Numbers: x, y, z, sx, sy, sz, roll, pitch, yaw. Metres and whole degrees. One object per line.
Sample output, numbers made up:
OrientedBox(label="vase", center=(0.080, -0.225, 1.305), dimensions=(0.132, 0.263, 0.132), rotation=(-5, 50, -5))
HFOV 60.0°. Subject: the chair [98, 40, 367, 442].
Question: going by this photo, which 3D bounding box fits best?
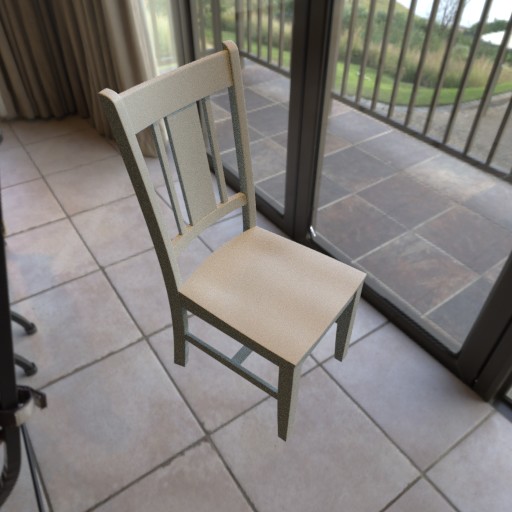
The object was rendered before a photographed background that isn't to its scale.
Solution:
OrientedBox(label="chair", center=(0.000, 0.000, 1.302), dimensions=(0.555, 0.998, 0.450), rotation=(26, 49, 26))
